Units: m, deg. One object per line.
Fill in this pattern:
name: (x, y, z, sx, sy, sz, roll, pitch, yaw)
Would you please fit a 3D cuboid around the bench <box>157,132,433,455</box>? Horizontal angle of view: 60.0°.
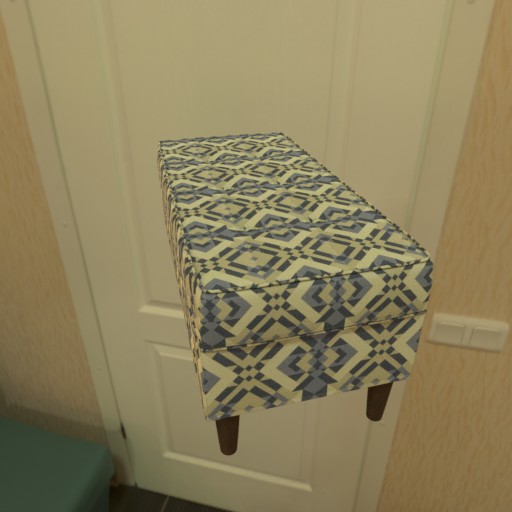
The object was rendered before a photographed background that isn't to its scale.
bench: (0.000, 0.000, 1.343, 0.492, 0.477, 1.016, -8, 31, -13)
